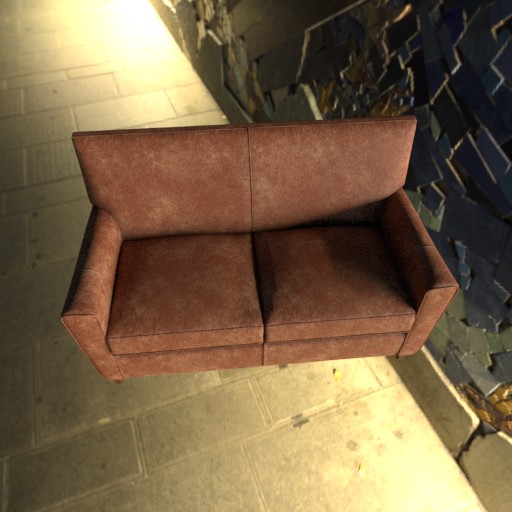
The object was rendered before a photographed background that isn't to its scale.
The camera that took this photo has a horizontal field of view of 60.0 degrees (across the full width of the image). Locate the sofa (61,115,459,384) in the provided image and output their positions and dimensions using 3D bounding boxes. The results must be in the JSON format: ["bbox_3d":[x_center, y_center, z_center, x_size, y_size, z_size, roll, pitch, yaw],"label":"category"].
[{"bbox_3d":[0.000,0.000,1.961,1.473,0.871,0.787,-4,47,-4],"label":"sofa"}]
